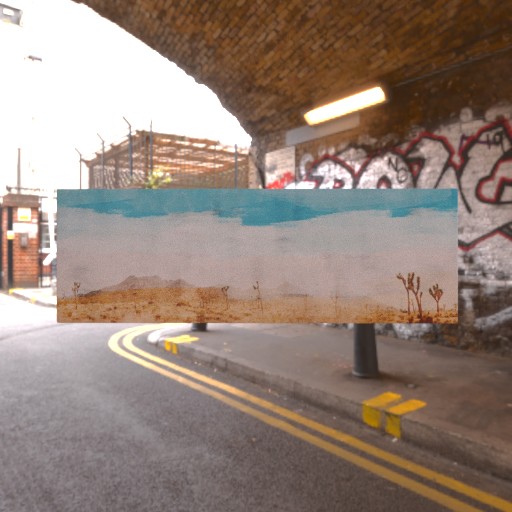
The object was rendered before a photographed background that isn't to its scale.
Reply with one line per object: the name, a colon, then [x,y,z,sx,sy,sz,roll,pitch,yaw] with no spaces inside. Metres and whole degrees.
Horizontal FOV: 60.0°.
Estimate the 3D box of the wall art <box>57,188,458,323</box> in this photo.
wall art: [0.000,0.000,0.857,0.759,0.254,0.044,0,0,0]
